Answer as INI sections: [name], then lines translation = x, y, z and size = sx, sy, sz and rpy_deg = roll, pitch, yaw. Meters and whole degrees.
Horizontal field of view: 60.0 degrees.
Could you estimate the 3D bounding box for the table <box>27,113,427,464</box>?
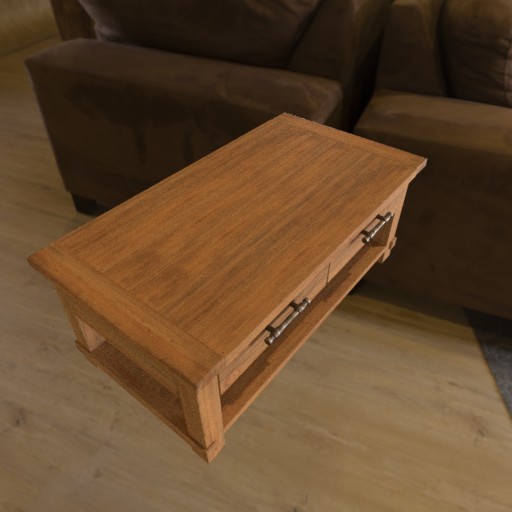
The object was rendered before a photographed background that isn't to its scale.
[table]
translation = 0.000, 0.000, 1.650
size = 0.693, 0.494, 1.270
rpy_deg = 28, 49, 28
